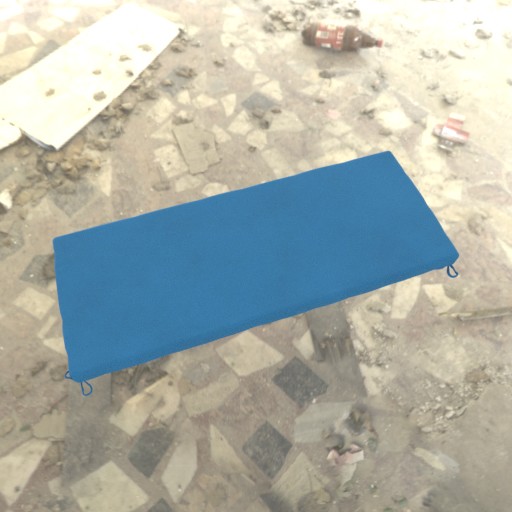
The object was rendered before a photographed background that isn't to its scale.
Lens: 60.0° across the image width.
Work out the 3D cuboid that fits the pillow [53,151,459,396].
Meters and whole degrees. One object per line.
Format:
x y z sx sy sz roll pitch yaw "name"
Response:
0.000 0.000 1.339 1.187 0.081 0.492 -16 60 -10 "pillow"
